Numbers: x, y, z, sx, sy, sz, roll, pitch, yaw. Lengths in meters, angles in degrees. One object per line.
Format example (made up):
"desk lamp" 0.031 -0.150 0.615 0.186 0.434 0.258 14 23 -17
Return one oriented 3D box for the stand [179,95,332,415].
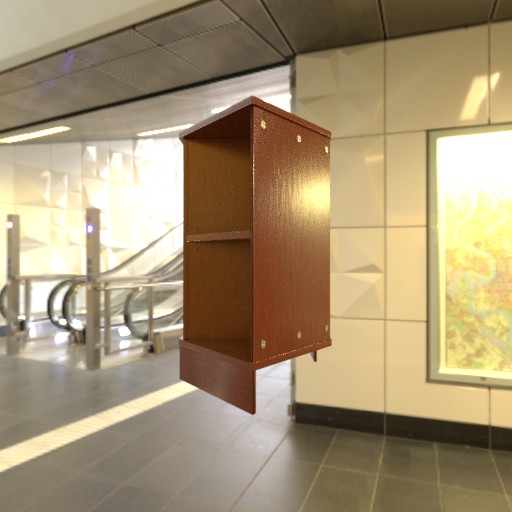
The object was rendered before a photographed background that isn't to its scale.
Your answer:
"stand" 0.000 0.000 1.383 0.381 0.614 1.072 0 0 1
